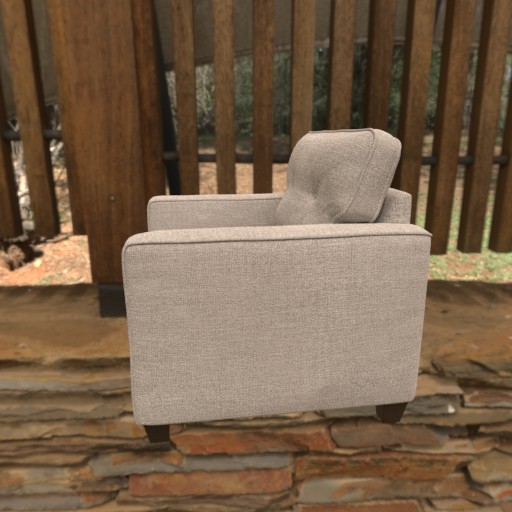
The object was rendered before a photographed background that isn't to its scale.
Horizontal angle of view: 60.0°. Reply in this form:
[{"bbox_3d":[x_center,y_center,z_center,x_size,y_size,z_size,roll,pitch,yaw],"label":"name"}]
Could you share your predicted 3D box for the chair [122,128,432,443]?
[{"bbox_3d":[0.000,0.000,1.762,0.939,0.965,1.015,-2,15,-8],"label":"chair"}]
